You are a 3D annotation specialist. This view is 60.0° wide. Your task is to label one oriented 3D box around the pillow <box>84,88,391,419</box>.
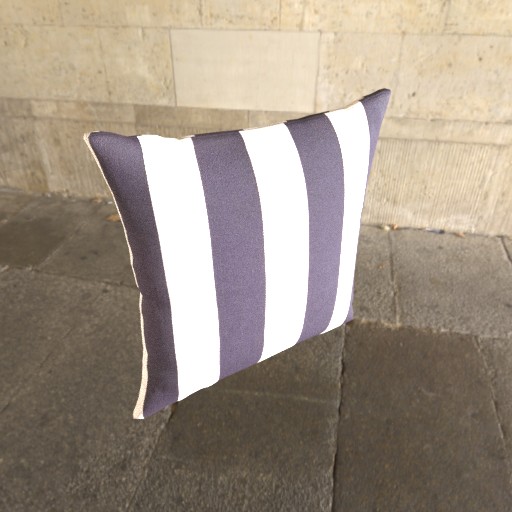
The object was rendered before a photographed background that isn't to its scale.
[{"bbox_3d":[0.000,0.000,0.797,0.536,0.526,0.189,-19,37,-27],"label":"pillow"}]
